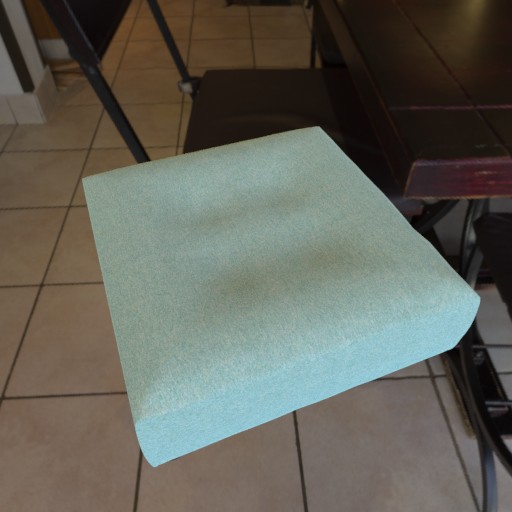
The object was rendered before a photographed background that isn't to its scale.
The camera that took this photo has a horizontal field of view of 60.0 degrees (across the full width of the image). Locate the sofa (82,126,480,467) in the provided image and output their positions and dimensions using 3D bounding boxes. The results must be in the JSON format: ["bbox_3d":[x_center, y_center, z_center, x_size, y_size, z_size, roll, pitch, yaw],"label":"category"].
[{"bbox_3d":[0.000,0.000,1.417,0.930,0.330,0.930,-16,49,-15],"label":"sofa"}]
